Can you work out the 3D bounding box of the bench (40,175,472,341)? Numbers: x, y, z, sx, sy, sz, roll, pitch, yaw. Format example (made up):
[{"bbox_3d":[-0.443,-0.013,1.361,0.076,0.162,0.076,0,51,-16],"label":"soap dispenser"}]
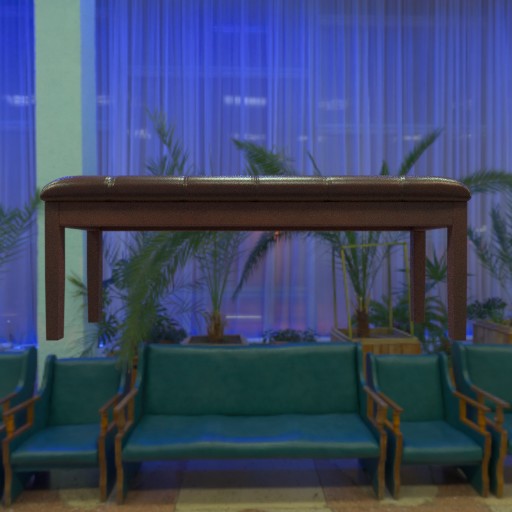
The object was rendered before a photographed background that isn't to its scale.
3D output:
[{"bbox_3d":[0.000,0.000,1.472,1.259,0.491,0.401,0,1,0],"label":"bench"}]
